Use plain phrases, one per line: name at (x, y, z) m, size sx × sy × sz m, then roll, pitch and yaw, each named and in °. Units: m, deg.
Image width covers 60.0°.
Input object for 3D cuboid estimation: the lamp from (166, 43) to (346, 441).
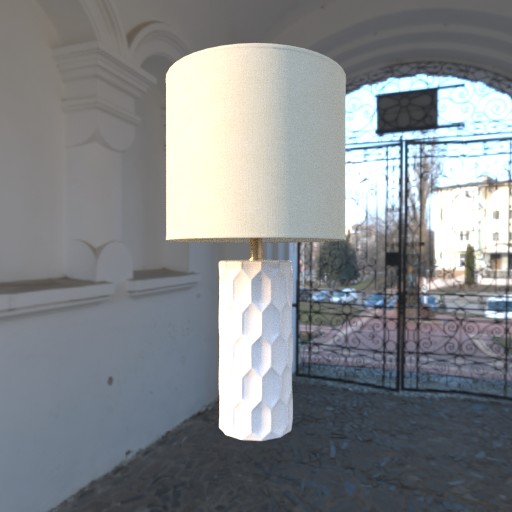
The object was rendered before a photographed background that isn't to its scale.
lamp at (0.000, 0.000, 0.696) m, size 0.277 × 0.537 × 0.277 m, roll 0°, pitch 1°, yaw 36°
